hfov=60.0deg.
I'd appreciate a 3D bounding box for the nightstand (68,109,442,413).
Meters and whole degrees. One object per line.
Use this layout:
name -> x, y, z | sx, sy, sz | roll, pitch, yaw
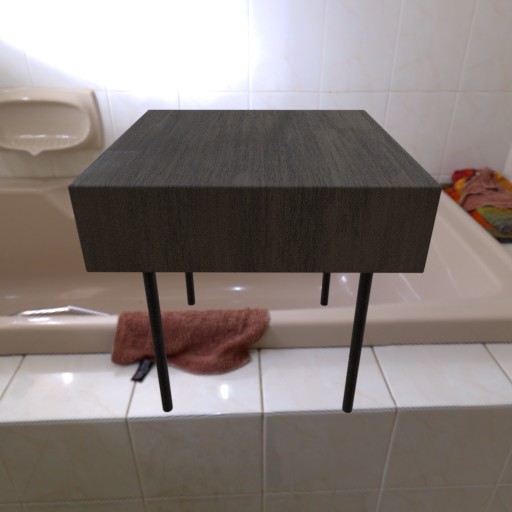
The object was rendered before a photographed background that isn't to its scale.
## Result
nightstand -> 0.000, 0.000, 0.931 | 0.503, 0.497, 0.502 | 0, 29, 0
